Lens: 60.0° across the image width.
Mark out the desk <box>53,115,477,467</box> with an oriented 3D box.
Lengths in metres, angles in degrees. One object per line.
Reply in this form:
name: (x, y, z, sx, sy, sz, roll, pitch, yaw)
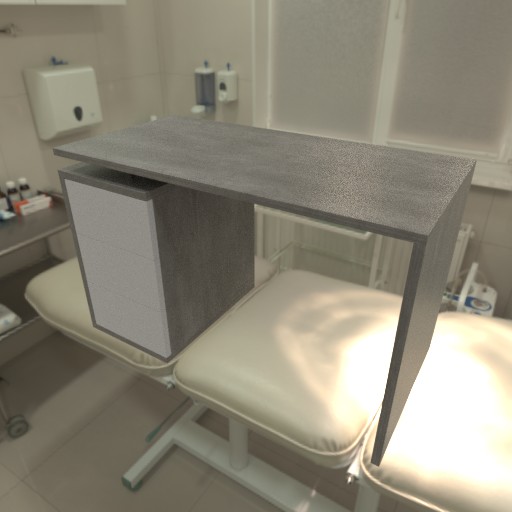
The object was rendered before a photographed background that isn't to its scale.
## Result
desk: (0.000, 0.000, 1.578, 1.200, 0.740, 0.600, 17, 34, 28)
